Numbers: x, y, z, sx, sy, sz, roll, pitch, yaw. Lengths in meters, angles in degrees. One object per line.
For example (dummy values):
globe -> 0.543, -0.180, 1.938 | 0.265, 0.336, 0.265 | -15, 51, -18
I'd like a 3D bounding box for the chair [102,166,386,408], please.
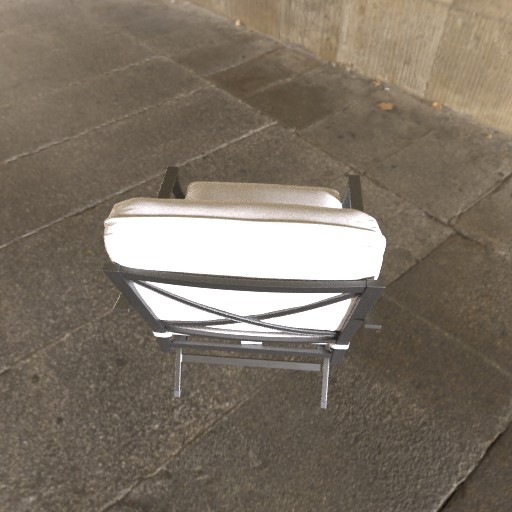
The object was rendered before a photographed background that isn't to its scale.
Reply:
chair -> 0.000, 0.000, 1.399 | 0.650, 0.860, 0.787 | 3, 46, 3
